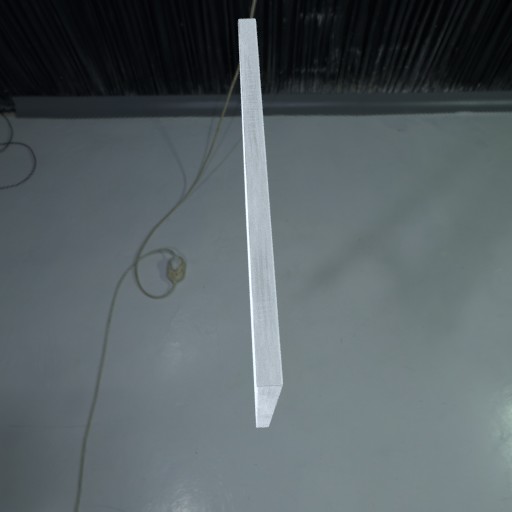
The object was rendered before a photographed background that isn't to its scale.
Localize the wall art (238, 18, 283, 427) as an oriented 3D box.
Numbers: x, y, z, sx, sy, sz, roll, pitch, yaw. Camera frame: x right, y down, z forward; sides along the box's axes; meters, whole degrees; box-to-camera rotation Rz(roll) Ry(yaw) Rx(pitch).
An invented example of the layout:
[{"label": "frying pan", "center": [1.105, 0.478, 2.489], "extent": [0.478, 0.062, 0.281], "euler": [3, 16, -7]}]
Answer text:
[{"label": "wall art", "center": [0.000, 0.000, 0.448], "extent": [0.015, 0.303, 0.303], "euler": [-3, 65, -1]}]
